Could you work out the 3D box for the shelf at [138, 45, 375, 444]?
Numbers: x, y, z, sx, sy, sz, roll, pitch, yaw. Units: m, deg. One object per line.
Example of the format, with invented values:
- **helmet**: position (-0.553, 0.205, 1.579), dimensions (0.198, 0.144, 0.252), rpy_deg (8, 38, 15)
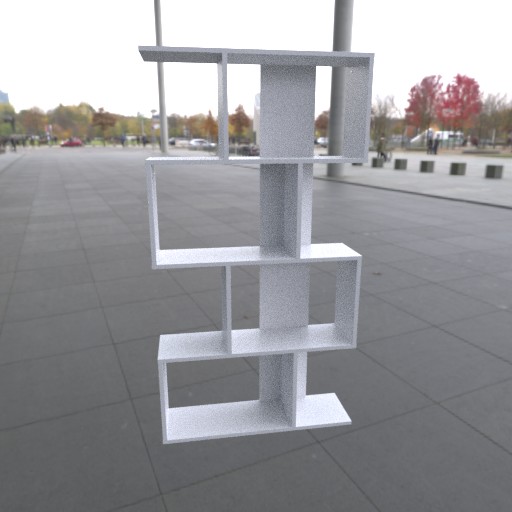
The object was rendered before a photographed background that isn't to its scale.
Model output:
- **shelf**: position (0.000, 0.000, 1.971), dimensions (0.890, 1.650, 0.250), rpy_deg (-2, 15, -9)
